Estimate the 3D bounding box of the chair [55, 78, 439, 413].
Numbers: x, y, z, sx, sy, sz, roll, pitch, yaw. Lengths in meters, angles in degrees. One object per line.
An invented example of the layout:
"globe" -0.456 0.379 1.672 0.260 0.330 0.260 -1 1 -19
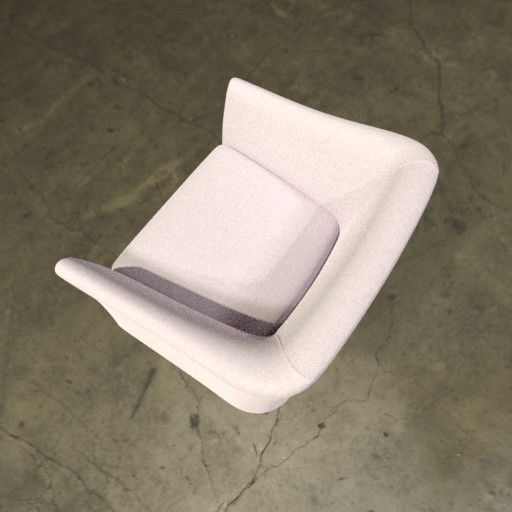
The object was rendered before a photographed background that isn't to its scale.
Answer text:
"chair" 0.000 0.000 1.340 0.700 0.720 0.790 31 69 14
